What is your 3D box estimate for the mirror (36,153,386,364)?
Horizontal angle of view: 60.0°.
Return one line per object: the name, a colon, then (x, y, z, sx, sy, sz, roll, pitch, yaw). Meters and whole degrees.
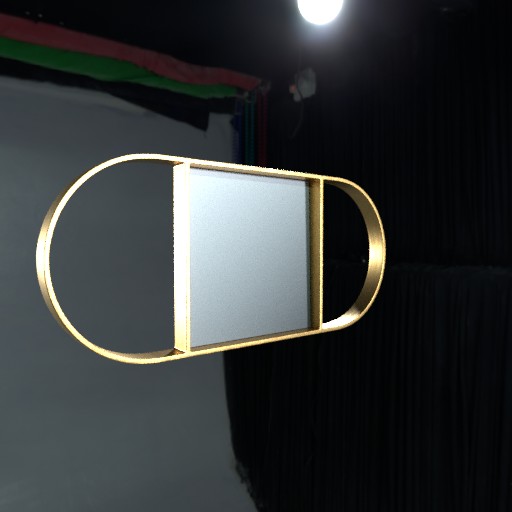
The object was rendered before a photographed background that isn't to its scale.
mirror: (0.000, 0.000, 0.651, 0.584, 0.254, 0.032, -2, 3, -38)
